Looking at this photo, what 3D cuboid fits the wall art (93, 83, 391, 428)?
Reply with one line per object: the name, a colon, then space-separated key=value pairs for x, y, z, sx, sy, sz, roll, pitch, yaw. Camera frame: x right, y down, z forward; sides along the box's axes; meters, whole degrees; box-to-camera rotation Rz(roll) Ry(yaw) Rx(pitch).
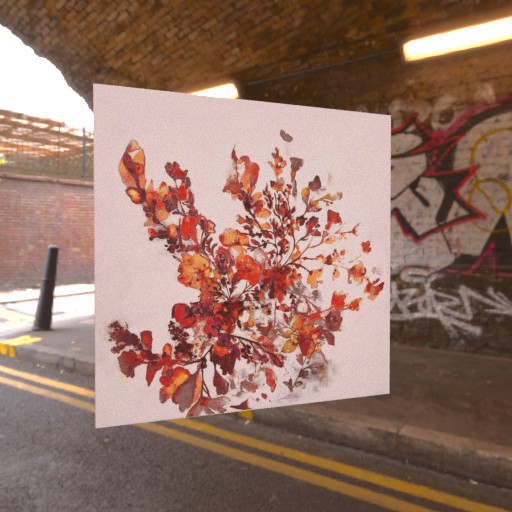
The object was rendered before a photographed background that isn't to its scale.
wall art: x=0.000 y=0.000 z=1.473 sx=1.009 sy=1.009 sz=0.049 roll=0 pitch=1 yaw=-18
